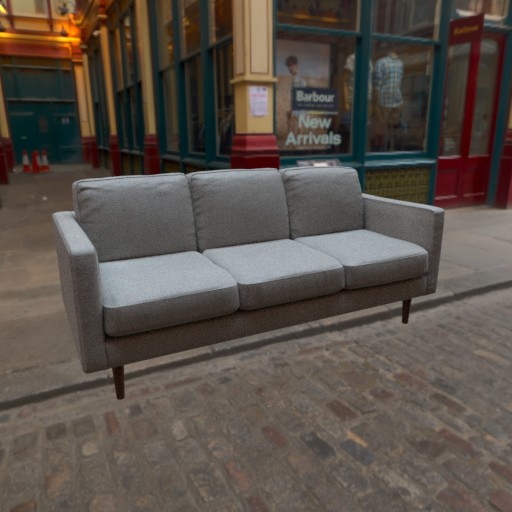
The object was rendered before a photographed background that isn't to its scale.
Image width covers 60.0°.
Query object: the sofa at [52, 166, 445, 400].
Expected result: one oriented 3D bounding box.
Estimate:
[{"bbox_3d":[0.000,0.000,2.487,1.983,0.918,0.944,-8,18,-26],"label":"sofa"}]
